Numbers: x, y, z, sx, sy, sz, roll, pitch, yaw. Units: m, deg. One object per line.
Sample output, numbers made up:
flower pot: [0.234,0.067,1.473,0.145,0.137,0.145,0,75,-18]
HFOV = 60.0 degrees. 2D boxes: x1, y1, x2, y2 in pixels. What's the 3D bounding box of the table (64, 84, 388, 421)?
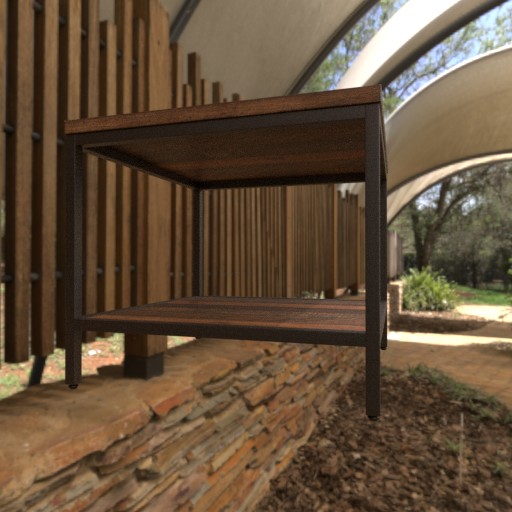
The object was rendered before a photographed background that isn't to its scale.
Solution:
table: [0.000,0.000,0.973,0.548,0.482,0.553,0,-1,18]
